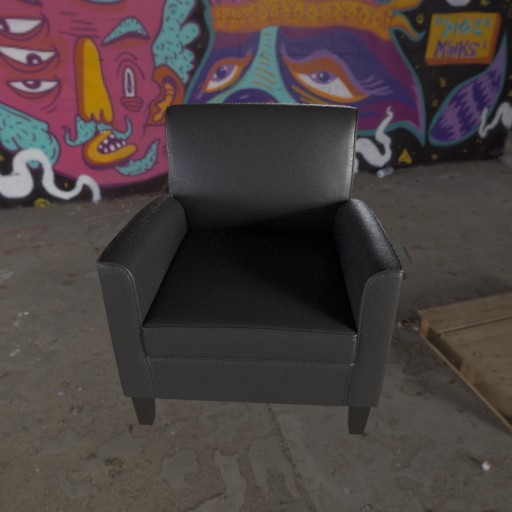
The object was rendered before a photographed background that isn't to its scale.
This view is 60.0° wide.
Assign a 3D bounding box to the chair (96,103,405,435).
[{"bbox_3d":[0.000,0.000,1.582,0.820,0.916,0.819,2,29,3],"label":"chair"}]
